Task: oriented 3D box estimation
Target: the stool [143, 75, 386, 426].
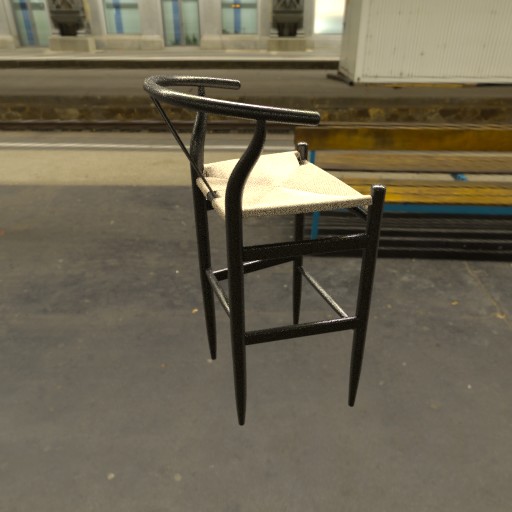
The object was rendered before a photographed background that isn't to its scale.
[{"bbox_3d":[0.000,0.000,1.417,0.579,1.072,0.569,-10,31,-18],"label":"stool"}]
